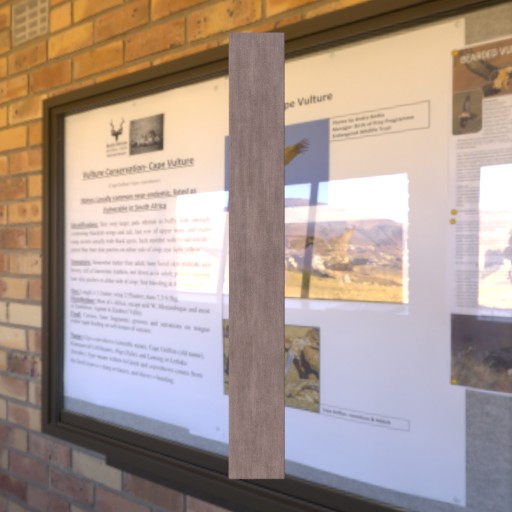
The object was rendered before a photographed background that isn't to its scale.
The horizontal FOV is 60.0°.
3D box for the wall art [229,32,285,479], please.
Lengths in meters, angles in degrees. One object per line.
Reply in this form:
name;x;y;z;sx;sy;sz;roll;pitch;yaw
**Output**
wall art;0.000;0.000;0.451;0.038;0.302;0.303;0;0;0
